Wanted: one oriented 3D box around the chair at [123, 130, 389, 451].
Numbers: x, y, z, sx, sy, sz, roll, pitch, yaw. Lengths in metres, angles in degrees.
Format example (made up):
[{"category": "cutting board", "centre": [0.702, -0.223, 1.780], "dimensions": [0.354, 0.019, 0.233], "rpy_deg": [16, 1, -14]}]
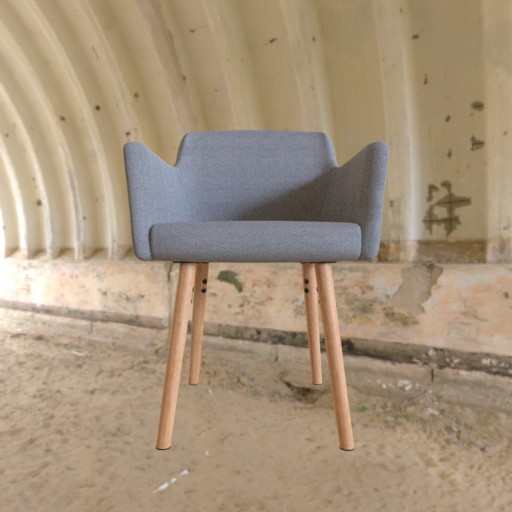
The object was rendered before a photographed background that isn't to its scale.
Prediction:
[{"category": "chair", "centre": [0.000, 0.000, 1.158], "dimensions": [0.570, 0.780, 0.540], "rpy_deg": [0, 1, 0]}]
